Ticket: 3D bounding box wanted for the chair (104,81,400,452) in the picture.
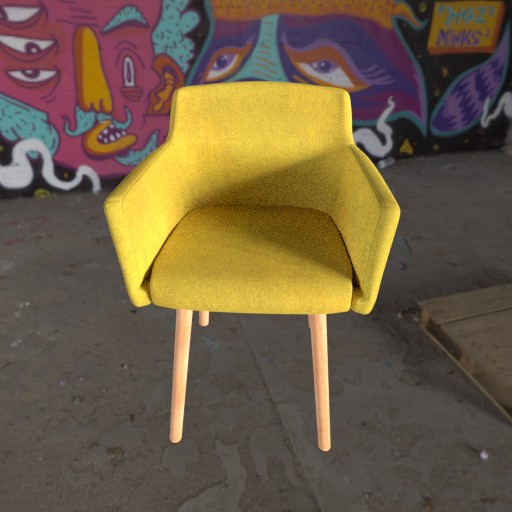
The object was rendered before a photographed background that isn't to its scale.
[{"bbox_3d":[0.000,0.000,1.155,0.570,0.780,0.570,2,30,3],"label":"chair"}]
